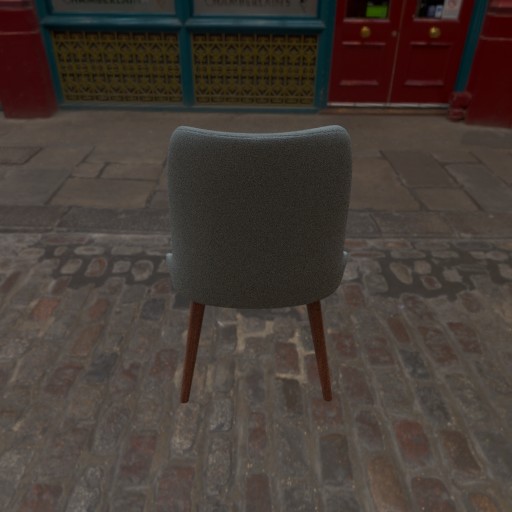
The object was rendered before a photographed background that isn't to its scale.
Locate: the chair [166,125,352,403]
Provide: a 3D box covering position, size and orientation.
[{"bbox_3d":[0.000,0.000,1.301,0.535,0.918,0.707,0,31,0],"label":"chair"}]
